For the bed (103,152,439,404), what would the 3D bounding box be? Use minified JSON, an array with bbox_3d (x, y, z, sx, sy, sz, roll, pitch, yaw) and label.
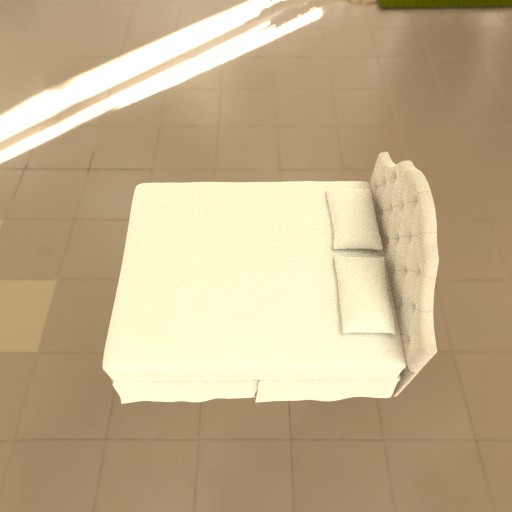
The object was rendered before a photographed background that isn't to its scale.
[{"bbox_3d":[0.000,0.000,3.791,2.477,1.617,2.039,0,57,0],"label":"bed"}]
